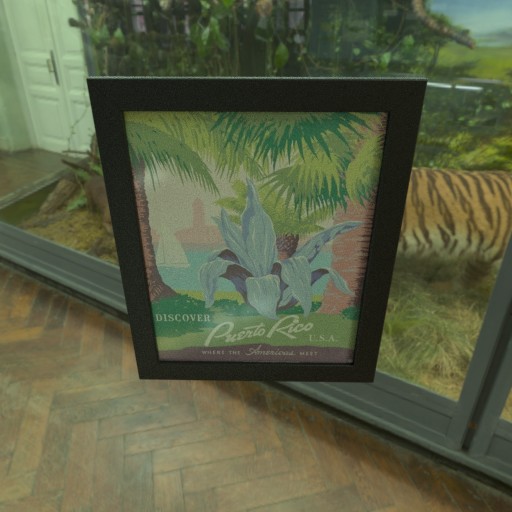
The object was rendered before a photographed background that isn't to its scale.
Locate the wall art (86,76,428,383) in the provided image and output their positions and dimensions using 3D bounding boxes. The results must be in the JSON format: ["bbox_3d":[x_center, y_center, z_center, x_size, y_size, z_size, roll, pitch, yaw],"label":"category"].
[{"bbox_3d":[0.000,0.000,0.773,0.481,0.582,0.018,1,30,1],"label":"wall art"}]
